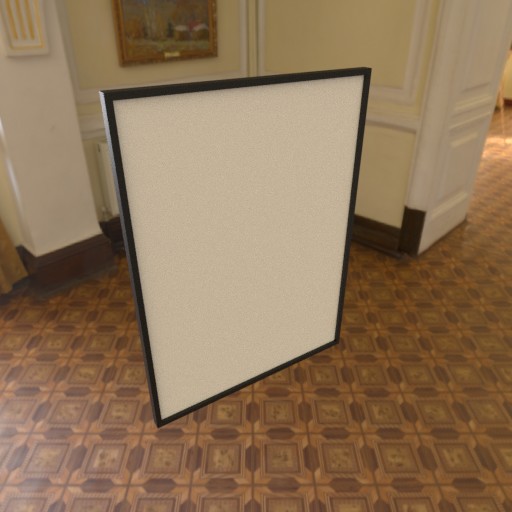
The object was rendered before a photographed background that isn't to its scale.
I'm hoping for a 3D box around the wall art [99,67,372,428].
[{"bbox_3d":[0.000,0.000,1.420,0.802,1.070,0.036,-17,34,-28],"label":"wall art"}]
